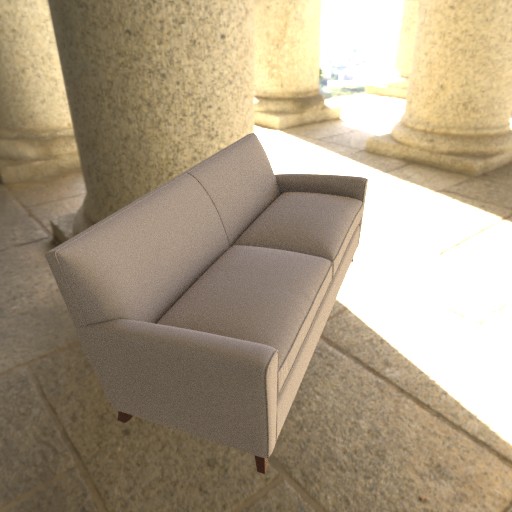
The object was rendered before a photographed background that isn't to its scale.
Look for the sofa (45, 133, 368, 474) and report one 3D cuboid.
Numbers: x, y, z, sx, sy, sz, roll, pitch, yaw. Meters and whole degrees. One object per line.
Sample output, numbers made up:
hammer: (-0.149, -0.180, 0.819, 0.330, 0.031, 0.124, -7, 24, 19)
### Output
sofa: (0.000, 0.000, 2.409, 0.875, 0.846, 2.000, 11, 31, 19)
